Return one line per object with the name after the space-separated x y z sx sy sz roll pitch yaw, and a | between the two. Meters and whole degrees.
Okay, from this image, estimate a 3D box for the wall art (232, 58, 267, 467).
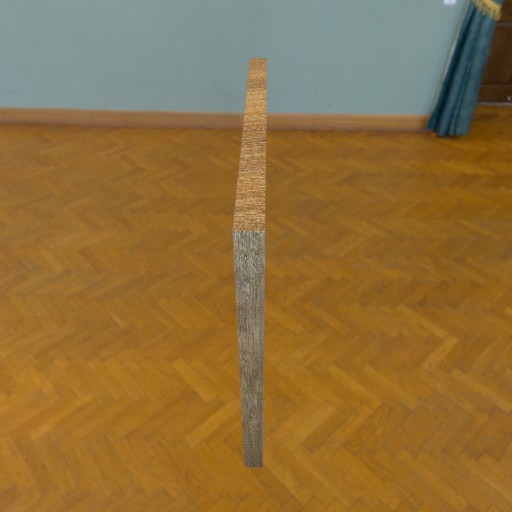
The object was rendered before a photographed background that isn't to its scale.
0.000 0.000 0.925 0.042 0.608 0.611 1 41 1 | wall art
